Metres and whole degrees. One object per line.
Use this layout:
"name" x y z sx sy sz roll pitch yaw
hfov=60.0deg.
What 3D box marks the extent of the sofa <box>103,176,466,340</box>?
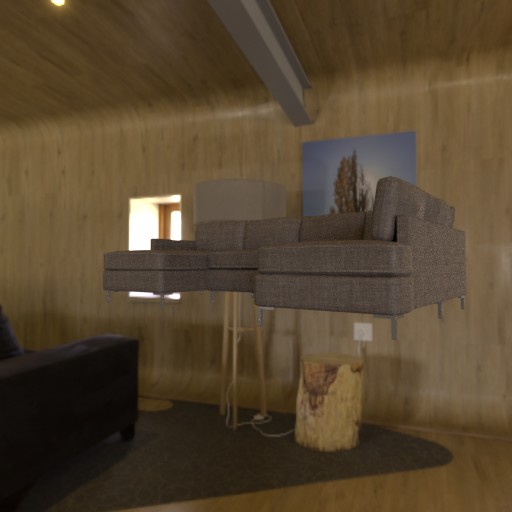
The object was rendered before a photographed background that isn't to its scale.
"sofa" 0.000 0.000 4.282 3.423 0.999 2.048 -1 -1 36
